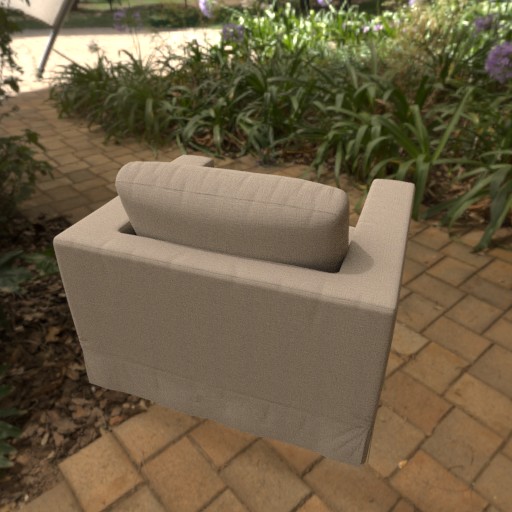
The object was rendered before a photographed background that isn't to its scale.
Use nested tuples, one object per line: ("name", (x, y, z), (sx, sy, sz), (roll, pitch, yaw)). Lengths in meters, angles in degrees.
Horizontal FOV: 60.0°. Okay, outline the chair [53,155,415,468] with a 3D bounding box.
("chair", (0.000, 0.000, 1.781), (1.150, 0.878, 0.957), (11, 33, 17))
